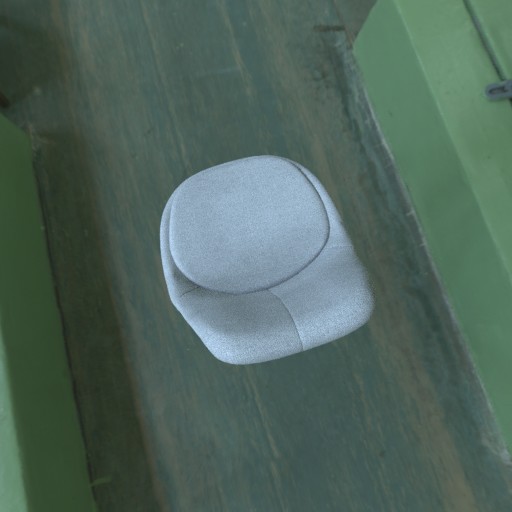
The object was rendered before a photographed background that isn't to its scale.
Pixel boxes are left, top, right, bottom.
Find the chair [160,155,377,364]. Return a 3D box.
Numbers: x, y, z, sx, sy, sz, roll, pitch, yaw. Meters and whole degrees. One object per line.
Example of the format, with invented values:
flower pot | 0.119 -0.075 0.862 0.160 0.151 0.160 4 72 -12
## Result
chair | 0.000 0.000 1.212 0.485 0.850 0.550 -17 77 -4
